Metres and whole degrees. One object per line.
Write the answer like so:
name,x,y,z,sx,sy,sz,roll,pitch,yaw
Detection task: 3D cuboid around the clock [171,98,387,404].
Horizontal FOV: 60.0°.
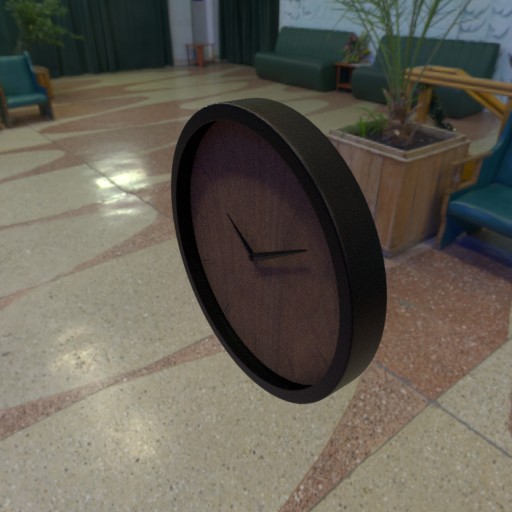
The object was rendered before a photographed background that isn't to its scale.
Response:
clock,0.000,0.000,0.469,0.040,0.314,0.314,-20,36,-30
